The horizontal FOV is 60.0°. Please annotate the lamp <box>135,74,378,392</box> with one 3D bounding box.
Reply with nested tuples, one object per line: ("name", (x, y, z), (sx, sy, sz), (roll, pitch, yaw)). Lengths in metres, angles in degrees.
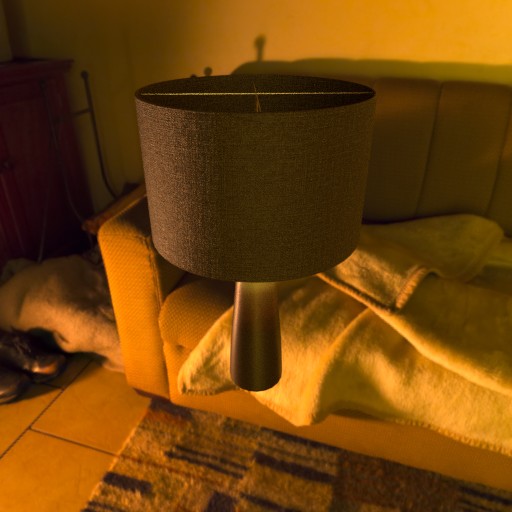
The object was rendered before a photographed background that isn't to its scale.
("lamp", (0.000, 0.000, 0.685), (0.303, 0.488, 0.303), (0, 29, 0))
